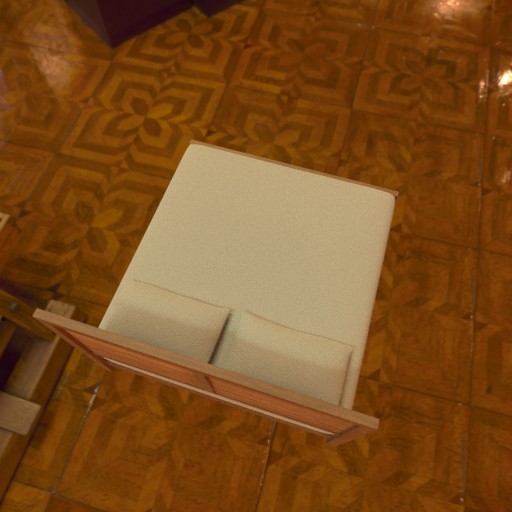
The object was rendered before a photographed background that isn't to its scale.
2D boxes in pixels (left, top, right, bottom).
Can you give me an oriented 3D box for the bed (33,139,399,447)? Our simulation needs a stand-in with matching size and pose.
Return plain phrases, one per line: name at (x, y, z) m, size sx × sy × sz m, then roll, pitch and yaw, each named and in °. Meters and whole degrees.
bed at (0.000, 0.000, 3.497) m, size 2.003 × 1.387 × 2.184 m, roll 16°, pitch 64°, yaw 8°
